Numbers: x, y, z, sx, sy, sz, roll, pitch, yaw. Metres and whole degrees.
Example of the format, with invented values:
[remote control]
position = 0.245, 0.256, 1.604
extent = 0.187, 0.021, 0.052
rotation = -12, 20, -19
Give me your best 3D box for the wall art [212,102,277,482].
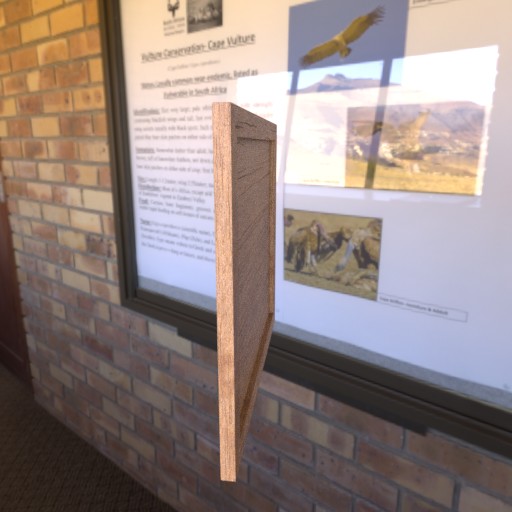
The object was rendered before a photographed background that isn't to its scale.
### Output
[wall art]
position = 0.000, 0.000, 0.985
extent = 0.026, 0.588, 0.690
rotation = 2, 14, 7
